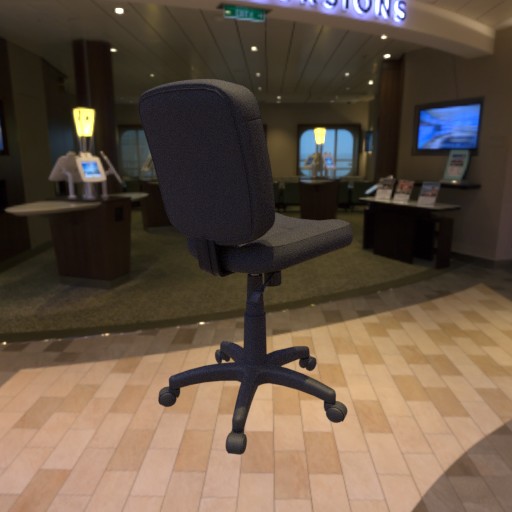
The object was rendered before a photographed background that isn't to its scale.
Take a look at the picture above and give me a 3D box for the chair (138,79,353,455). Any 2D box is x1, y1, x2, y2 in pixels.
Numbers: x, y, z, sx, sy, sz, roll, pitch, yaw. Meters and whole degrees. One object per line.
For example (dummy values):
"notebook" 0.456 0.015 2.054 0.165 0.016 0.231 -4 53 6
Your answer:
"chair" 0.000 0.000 1.391 0.610 0.972 0.610 -13 18 -43
